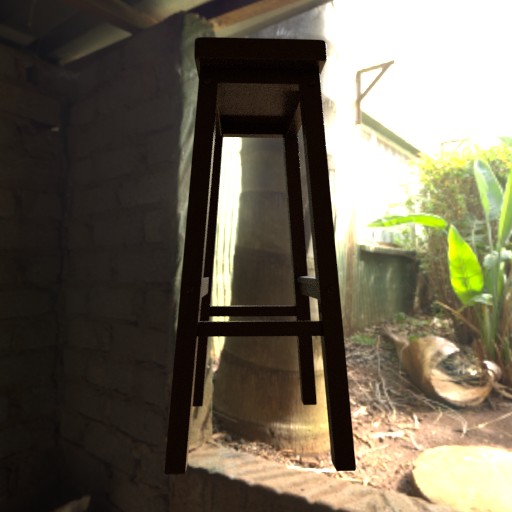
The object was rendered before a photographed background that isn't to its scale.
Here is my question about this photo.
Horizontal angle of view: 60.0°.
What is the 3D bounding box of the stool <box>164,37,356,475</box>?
[{"bbox_3d":[0.000,0.000,0.957,0.322,0.742,0.406,0,-2,-2],"label":"stool"}]
